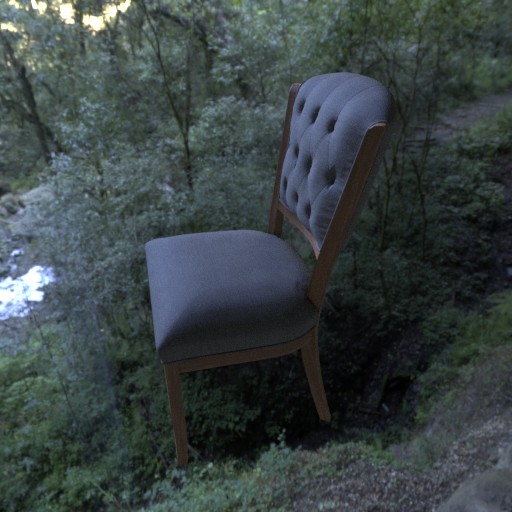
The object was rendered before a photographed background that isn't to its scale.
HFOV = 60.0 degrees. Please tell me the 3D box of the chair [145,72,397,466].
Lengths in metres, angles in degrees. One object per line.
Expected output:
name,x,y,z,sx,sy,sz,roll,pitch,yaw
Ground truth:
chair,0.000,0.000,1.212,0.584,0.905,0.513,-8,31,-13
